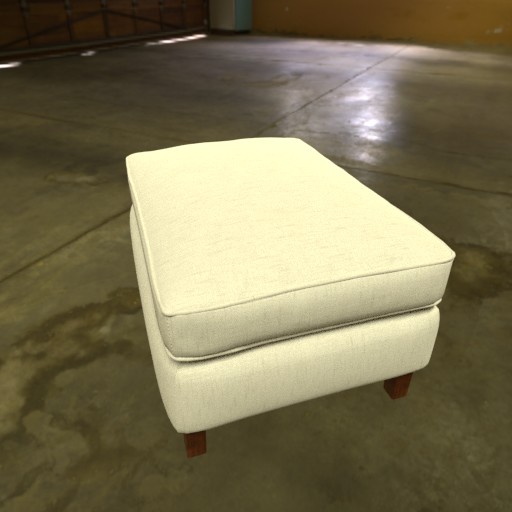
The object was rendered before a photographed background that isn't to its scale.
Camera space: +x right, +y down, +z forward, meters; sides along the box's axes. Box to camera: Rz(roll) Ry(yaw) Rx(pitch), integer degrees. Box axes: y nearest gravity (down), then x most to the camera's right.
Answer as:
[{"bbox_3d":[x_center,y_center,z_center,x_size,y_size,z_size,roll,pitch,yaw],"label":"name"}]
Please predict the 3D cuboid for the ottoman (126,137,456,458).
[{"bbox_3d":[0.000,0.000,0.953,0.501,0.406,0.665,-10,33,-15],"label":"ottoman"}]
